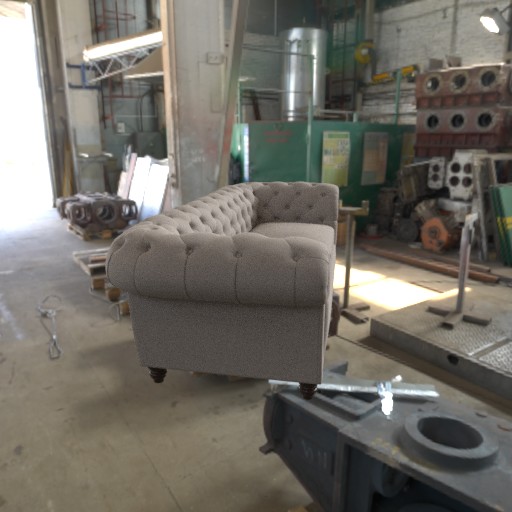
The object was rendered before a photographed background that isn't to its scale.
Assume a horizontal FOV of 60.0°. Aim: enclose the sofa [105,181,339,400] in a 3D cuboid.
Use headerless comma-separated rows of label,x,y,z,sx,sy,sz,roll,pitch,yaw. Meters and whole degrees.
sofa,0.000,0.000,2.826,0.991,0.749,2.411,3,15,11
